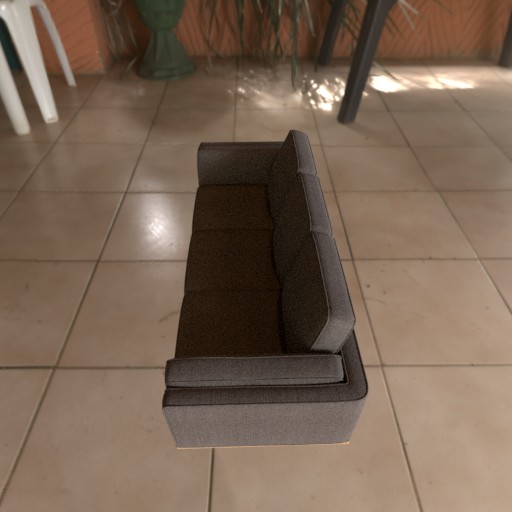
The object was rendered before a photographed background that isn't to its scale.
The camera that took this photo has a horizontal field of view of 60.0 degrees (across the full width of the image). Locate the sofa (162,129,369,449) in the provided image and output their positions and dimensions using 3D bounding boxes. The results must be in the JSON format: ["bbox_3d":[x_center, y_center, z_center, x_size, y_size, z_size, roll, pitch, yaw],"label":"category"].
[{"bbox_3d":[0.000,0.000,2.849,0.903,0.899,2.362,-1,41,-1],"label":"sofa"}]
